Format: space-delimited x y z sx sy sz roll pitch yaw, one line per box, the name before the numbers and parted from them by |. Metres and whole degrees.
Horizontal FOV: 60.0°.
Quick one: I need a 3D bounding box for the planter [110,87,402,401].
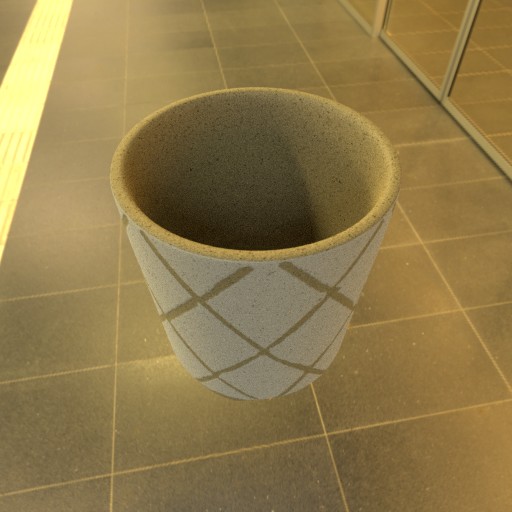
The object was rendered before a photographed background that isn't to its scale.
planter | 0.000 0.000 0.368 0.191 0.199 0.191 0 47 0
